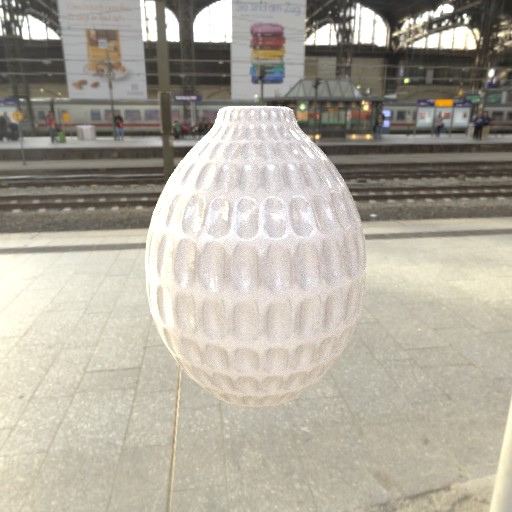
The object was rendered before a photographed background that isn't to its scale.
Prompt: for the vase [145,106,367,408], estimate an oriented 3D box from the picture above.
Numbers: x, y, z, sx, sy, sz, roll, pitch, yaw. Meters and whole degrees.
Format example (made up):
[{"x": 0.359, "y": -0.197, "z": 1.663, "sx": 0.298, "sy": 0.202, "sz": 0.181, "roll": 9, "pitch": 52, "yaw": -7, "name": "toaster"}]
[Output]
[{"x": 0.000, "y": 0.000, "z": 0.262, "sx": 0.128, "sy": 0.167, "sz": 0.128, "roll": 0, "pitch": 17, "yaw": 0, "name": "vase"}]
